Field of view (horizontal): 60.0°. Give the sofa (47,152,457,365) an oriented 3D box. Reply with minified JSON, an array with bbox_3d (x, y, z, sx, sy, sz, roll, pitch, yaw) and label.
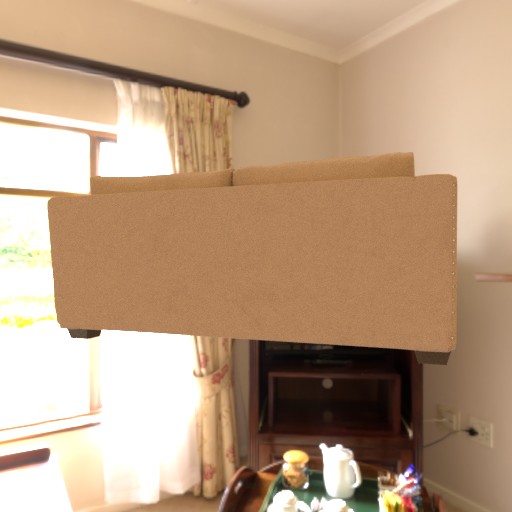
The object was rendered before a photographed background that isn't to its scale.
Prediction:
[{"bbox_3d":[0.000,0.000,2.474,1.967,0.901,1.030,0,-1,19],"label":"sofa"}]
